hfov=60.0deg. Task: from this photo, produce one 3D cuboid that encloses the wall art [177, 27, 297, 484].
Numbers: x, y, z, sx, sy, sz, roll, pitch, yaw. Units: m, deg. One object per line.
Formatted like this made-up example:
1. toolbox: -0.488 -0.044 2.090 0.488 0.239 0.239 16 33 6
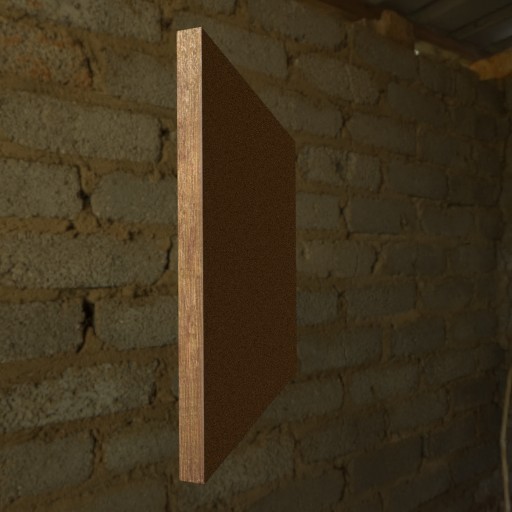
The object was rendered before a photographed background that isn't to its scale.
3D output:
1. wall art: 0.000 0.000 0.880 0.042 0.608 0.611 0 -1 17
